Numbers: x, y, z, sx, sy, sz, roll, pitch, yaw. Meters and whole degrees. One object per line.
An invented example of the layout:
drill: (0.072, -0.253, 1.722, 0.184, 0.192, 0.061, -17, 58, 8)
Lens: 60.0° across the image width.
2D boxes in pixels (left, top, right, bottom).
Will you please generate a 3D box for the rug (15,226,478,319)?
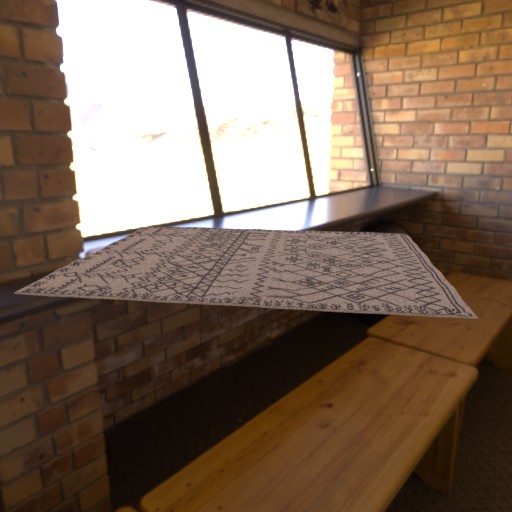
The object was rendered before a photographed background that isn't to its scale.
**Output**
rug: (0.000, 0.000, 3.217, 2.455, 0.025, 1.964, 2, 15, 8)
